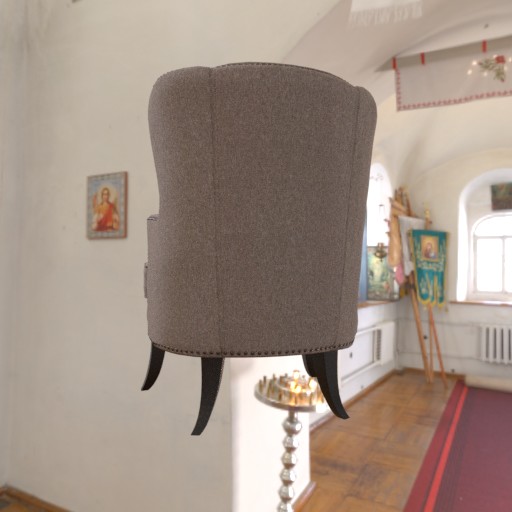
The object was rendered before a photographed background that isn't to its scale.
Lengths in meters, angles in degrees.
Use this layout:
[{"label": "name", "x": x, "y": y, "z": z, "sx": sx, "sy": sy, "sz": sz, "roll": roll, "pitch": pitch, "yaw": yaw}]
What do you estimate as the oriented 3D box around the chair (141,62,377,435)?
[{"label": "chair", "x": 0.000, "y": 0.000, "z": 1.564, "sx": 0.759, "sy": 1.060, "sz": 0.758, "roll": 0, "pitch": -1, "yaw": -16}]
